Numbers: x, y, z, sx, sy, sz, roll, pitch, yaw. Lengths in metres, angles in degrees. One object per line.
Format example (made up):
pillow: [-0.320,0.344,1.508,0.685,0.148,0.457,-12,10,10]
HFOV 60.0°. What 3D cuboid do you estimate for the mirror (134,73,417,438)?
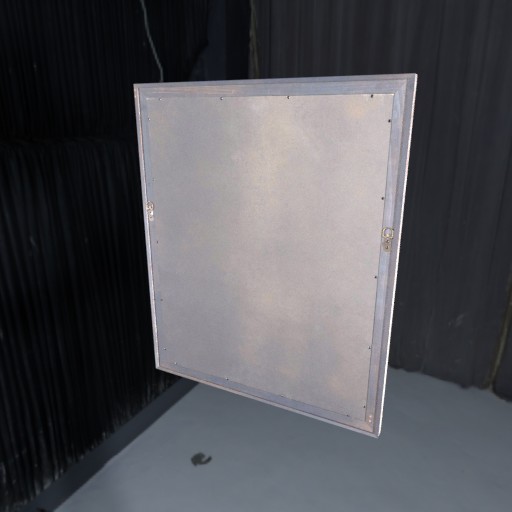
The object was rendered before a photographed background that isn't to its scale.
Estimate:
mirror: [0.000,0.000,1.192,0.730,0.882,0.032,9,20,26]
